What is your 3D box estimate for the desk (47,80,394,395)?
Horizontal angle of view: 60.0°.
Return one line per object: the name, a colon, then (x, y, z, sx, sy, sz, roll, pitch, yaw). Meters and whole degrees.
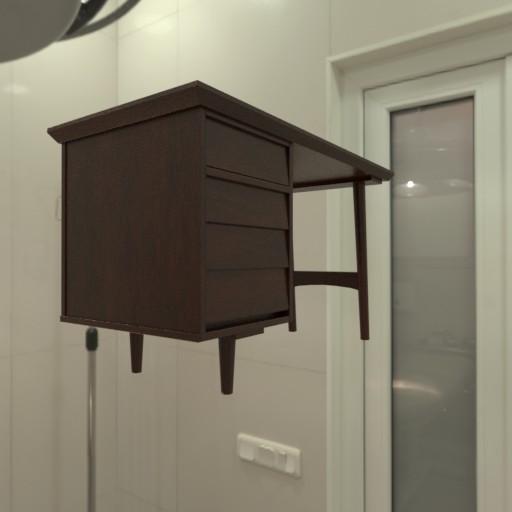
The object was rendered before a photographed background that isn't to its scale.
desk: (0.000, 0.000, 1.656, 0.612, 0.758, 1.277, 0, 0, 36)
